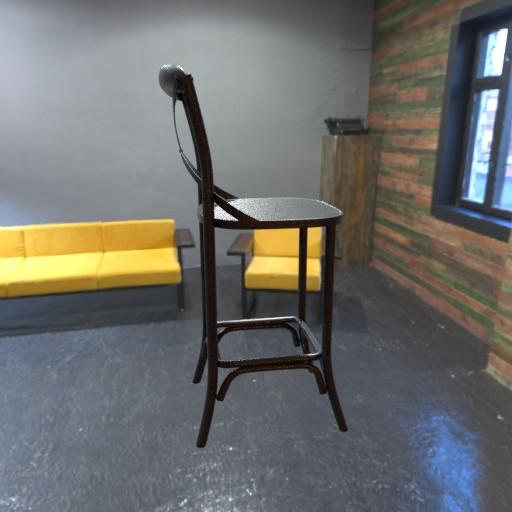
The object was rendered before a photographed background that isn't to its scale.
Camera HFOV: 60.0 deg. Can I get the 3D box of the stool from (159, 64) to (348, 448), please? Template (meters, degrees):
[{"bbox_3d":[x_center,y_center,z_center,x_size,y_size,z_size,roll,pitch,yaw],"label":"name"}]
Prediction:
[{"bbox_3d":[0.000,0.000,1.511,0.584,1.168,0.457,-3,16,-9],"label":"stool"}]
